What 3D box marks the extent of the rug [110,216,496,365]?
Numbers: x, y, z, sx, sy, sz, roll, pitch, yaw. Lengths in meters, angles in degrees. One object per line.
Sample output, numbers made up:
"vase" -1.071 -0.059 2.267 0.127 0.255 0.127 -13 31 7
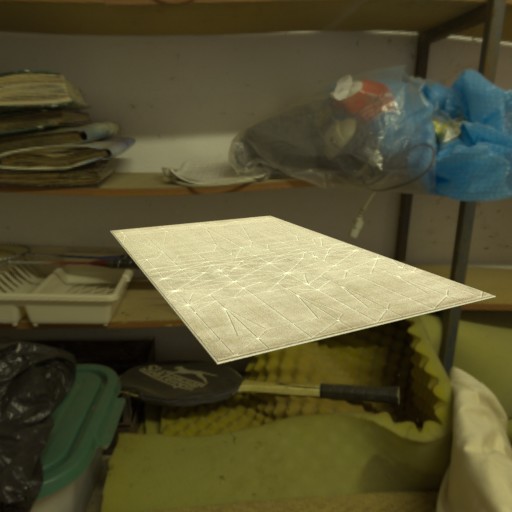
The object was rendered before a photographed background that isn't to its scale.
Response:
"rug" 0.000 0.000 2.989 1.524 0.012 2.438 -8 18 -25
